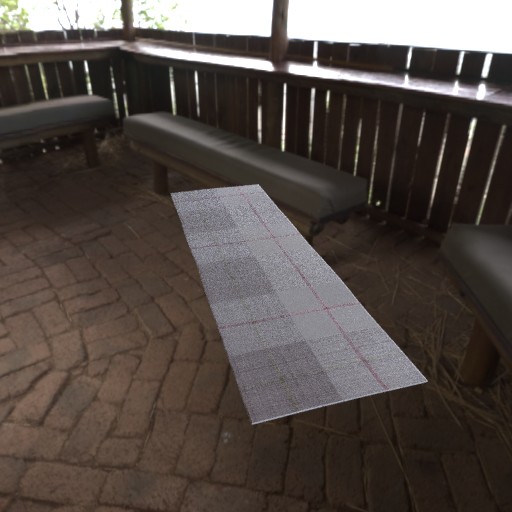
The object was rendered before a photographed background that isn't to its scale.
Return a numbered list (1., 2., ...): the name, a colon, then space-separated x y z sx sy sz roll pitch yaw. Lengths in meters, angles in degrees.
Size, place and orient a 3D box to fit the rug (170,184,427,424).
1. rug: 0.000 0.000 2.766 0.762 0.013 2.439 -8 30 -14
